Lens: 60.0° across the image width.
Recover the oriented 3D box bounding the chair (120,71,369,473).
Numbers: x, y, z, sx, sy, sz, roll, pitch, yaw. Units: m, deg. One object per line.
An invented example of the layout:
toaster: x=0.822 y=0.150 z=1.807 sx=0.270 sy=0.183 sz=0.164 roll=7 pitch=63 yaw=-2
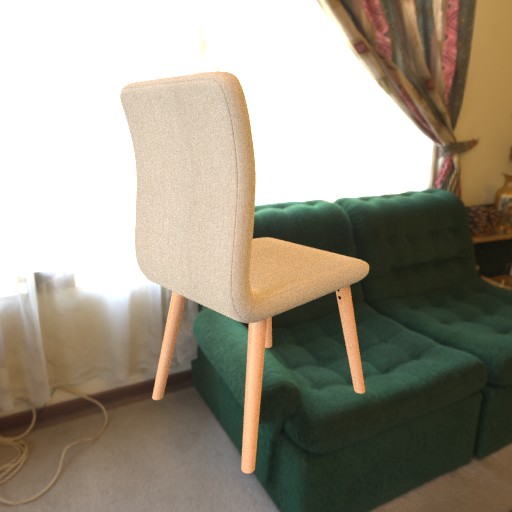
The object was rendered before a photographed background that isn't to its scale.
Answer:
chair: x=0.000 y=0.000 z=1.220 sx=0.550 sy=0.885 sz=0.435 roll=-15 pitch=22 yaw=-42
